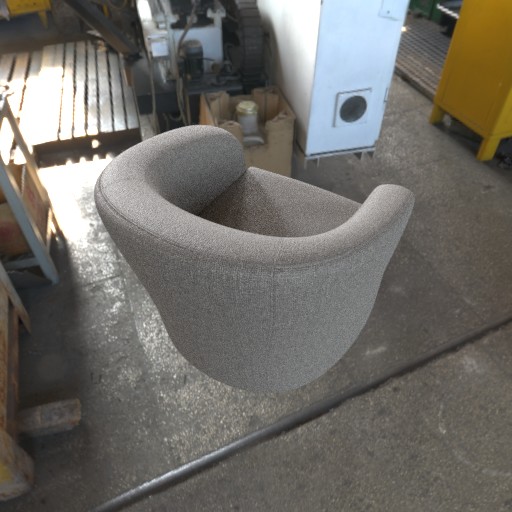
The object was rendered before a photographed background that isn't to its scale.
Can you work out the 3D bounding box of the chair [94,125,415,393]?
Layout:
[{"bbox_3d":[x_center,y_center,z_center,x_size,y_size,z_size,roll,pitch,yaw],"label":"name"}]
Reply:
[{"bbox_3d":[0.000,0.000,1.424,0.791,0.771,0.815,24,50,22],"label":"chair"}]
